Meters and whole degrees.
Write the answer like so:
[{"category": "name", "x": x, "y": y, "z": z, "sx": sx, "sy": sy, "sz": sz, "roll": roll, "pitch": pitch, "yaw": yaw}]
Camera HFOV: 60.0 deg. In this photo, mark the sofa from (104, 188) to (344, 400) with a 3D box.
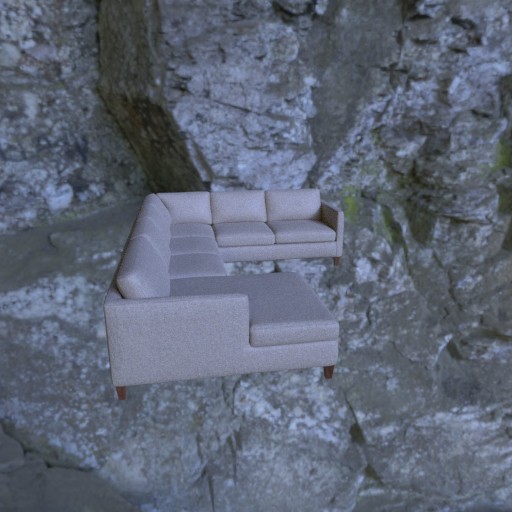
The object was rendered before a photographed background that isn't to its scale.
[{"category": "sofa", "x": 0.000, "y": 0.000, "z": 4.580, "sx": 2.551, "sy": 0.889, "sz": 3.403, "roll": -3, "pitch": 18, "yaw": -10}]
